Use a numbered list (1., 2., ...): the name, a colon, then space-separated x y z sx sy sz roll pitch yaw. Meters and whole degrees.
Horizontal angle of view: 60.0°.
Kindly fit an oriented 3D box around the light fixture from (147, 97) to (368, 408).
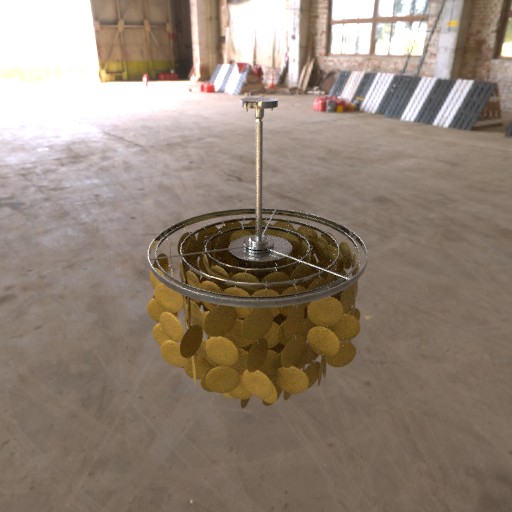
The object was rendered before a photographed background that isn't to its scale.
1. light fixture: 0.000 0.000 0.735 0.368 0.492 0.368 0 26 0
